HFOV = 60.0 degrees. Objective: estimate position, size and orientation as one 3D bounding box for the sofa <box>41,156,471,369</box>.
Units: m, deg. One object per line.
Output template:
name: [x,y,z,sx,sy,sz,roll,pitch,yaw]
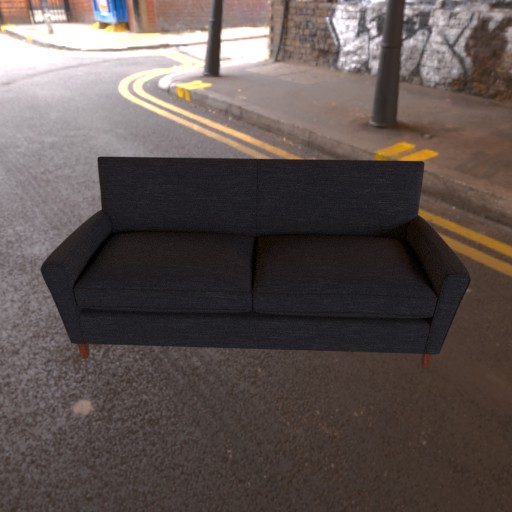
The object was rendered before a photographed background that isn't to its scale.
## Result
sofa: [0.000,0.000,2.466,1.976,0.846,0.875,1,32,2]
